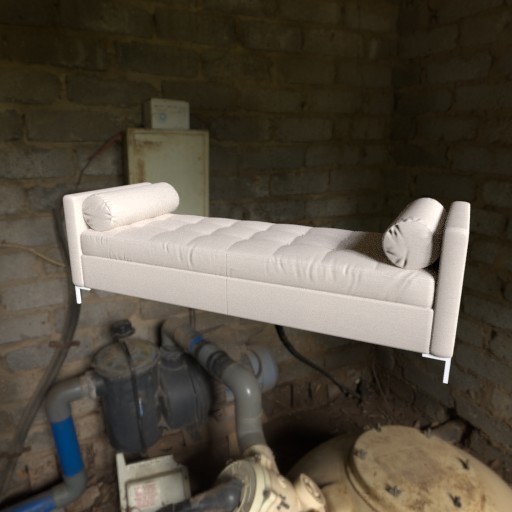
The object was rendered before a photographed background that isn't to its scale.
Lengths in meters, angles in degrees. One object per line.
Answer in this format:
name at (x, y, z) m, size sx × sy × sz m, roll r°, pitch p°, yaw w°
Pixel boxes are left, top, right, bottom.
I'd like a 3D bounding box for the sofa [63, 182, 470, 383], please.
sofa at (0.000, 0.000, 2.340) m, size 1.981 × 0.635 × 0.686 m, roll 7°, pitch 17°, yaw 24°
